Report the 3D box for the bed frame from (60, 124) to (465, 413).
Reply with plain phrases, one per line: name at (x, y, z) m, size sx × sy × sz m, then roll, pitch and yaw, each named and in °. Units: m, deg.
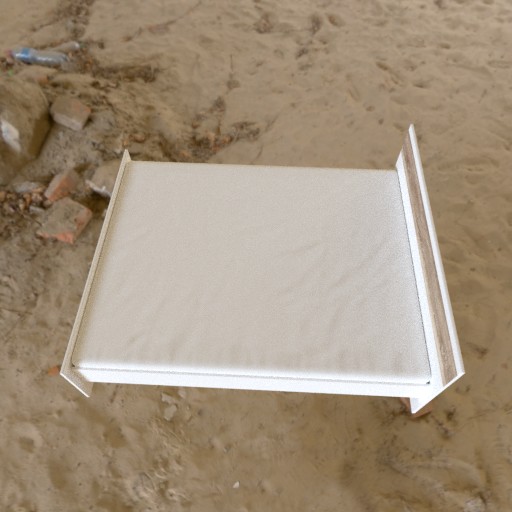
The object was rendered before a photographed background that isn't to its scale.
bed frame at (0.000, 0.000, 2.914) m, size 2.060 × 0.800 × 1.720 m, roll 2°, pitch 57°, yaw 2°
